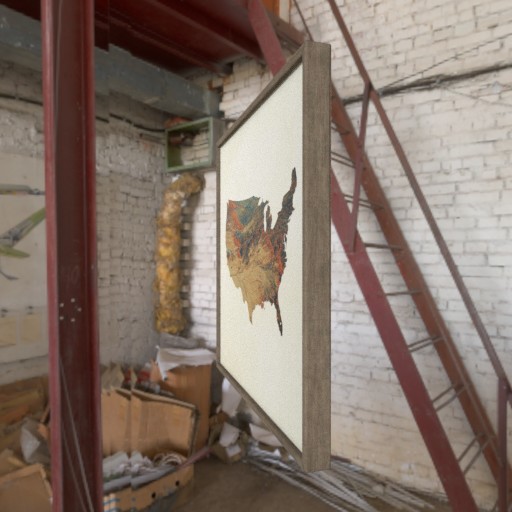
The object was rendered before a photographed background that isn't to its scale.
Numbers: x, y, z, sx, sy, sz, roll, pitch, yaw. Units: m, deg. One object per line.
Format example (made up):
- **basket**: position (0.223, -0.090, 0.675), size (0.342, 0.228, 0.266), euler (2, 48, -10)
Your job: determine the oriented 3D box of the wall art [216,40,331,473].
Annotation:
- **wall art**: position (0.000, 0.000, 1.133), size (0.050, 0.751, 0.749), euler (0, 0, -17)
